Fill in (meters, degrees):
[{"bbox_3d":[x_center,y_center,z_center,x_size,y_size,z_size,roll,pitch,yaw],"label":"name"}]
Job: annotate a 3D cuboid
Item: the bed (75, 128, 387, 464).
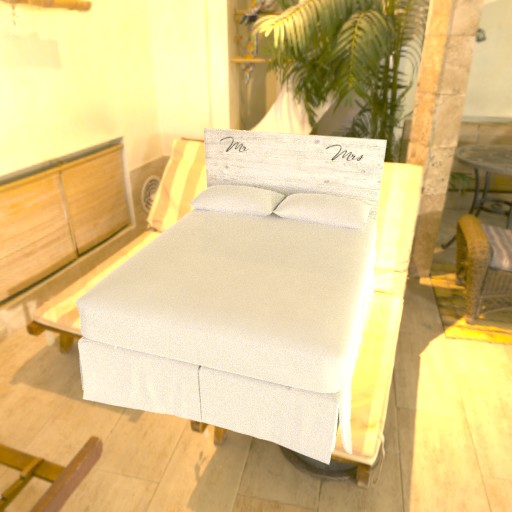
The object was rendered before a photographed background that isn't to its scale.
[{"bbox_3d":[0.000,0.000,3.196,1.745,1.335,2.094,9,28,16],"label":"bed"}]
